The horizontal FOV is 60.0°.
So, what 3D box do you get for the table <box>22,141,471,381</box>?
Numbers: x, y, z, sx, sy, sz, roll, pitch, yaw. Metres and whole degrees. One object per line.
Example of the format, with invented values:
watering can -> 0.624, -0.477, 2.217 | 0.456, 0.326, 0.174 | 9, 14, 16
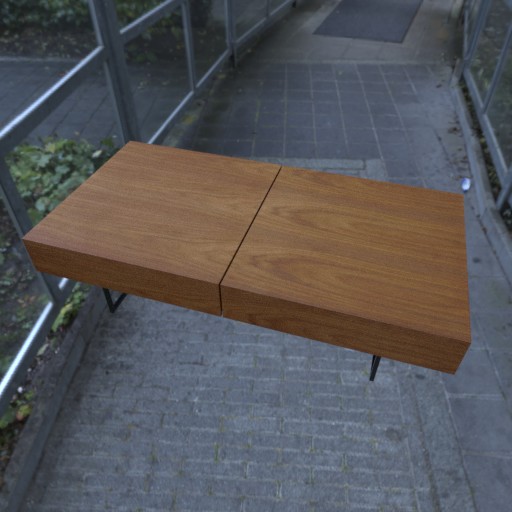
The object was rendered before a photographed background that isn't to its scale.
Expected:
table -> 0.000, 0.000, 1.442 | 1.194, 0.330, 0.610 | 12, 43, 13
